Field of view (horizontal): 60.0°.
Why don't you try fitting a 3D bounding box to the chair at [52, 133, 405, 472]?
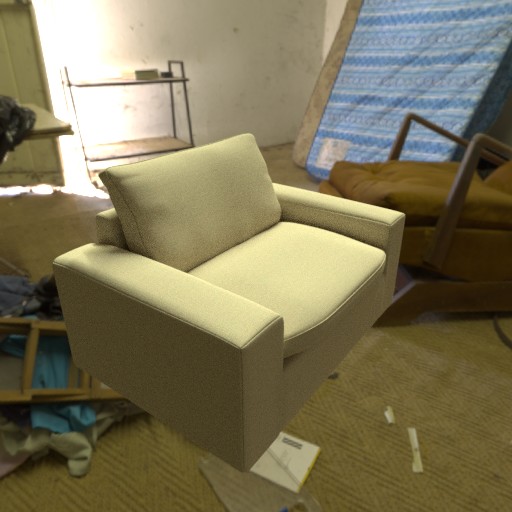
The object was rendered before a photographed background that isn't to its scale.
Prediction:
[{"bbox_3d":[0.000,0.000,2.066,1.039,0.915,1.398,17,31,32],"label":"chair"}]
